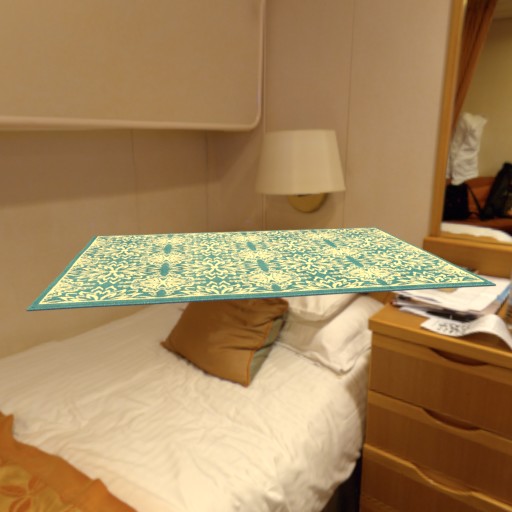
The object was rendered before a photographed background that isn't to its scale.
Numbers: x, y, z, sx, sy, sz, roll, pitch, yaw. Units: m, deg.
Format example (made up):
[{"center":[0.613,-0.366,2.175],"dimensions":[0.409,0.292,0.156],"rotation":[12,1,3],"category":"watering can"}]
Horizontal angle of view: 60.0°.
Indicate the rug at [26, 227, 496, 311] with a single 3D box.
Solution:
[{"center":[0.000,0.000,3.447],"dimensions":[2.769,0.018,1.830],"rotation":[-2,15,-8],"category":"rug"}]
